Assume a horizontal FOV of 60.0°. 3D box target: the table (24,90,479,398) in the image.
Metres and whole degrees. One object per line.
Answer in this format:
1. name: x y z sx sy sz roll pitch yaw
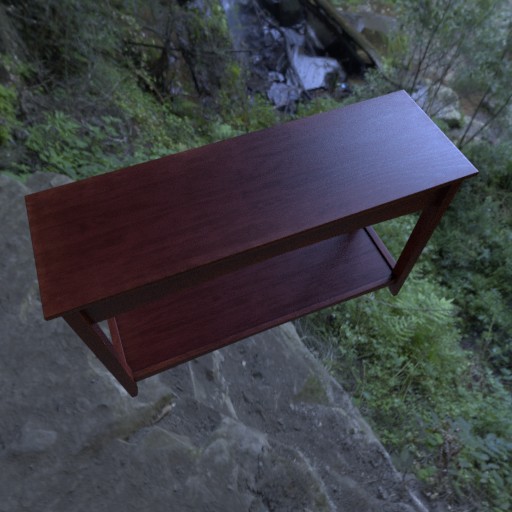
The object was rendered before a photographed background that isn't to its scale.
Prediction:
1. table: 0.000 0.000 1.524 1.188 0.739 0.392 -19 59 -12
